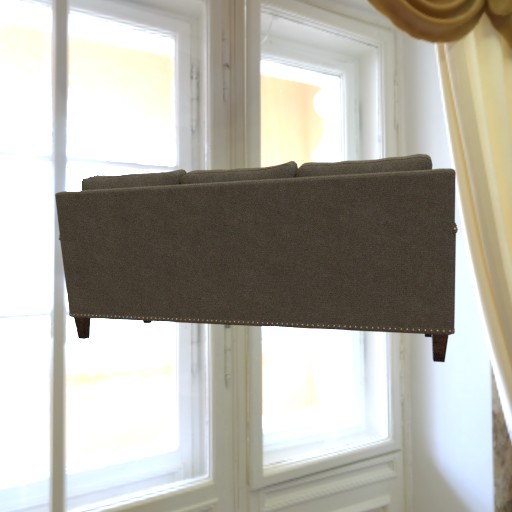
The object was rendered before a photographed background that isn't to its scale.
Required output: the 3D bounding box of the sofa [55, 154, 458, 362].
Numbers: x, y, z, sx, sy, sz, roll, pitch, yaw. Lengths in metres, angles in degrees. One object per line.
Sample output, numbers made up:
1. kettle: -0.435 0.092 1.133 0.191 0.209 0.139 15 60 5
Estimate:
1. sofa: 0.000 0.000 2.791 2.226 1.042 1.034 0 -1 18
